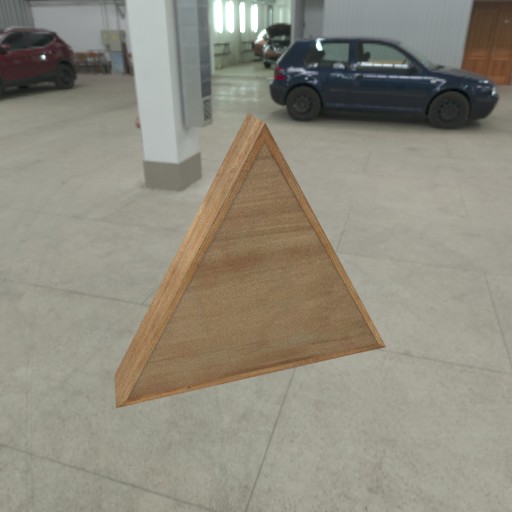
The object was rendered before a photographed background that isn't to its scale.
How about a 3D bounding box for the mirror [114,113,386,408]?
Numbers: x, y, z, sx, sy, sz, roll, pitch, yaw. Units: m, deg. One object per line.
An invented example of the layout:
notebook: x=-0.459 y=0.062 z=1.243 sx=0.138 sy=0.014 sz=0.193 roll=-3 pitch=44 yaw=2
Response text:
mirror: x=0.000 y=0.000 z=0.905 sx=0.631 sy=0.548 sz=0.100 roll=-8 pitch=28 yaw=-16
